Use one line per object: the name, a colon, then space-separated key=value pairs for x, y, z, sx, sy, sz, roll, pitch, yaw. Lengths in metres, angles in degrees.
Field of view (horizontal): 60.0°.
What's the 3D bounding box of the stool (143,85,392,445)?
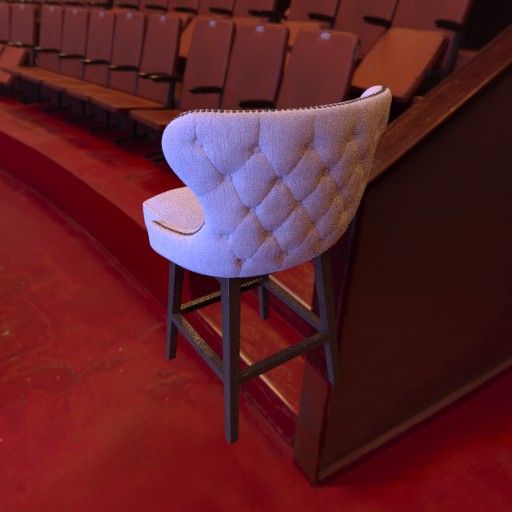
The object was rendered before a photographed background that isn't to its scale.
stool: x=0.000 y=0.000 z=1.328 sx=0.615 sy=0.972 sz=0.597 roll=-19 pitch=35 yaw=-29
